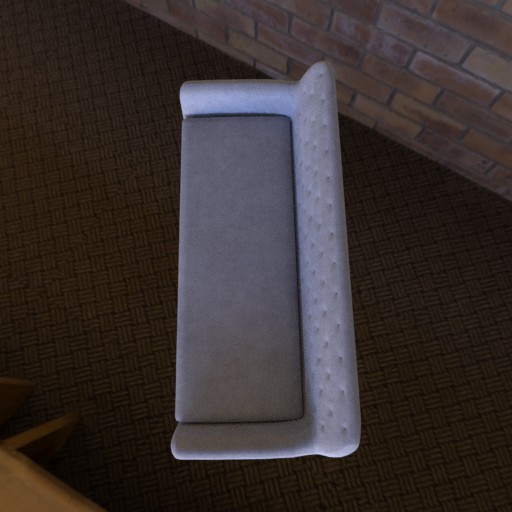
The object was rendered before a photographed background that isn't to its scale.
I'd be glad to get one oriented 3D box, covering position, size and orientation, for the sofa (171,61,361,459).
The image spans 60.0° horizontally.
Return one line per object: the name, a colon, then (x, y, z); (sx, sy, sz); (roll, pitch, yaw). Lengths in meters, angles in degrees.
sofa: (0.000, 0.000, 2.390); (0.830, 0.830, 1.970); (-1, 76, 0)
